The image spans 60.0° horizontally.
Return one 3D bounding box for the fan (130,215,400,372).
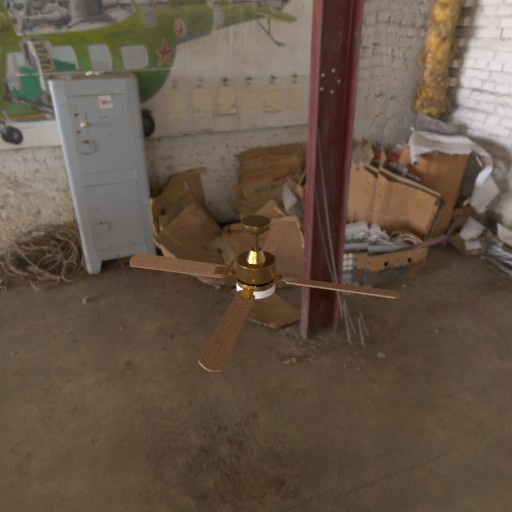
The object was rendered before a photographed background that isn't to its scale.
[{"bbox_3d":[0.000,0.000,2.059,1.320,0.355,1.320,7,29,13],"label":"fan"}]
